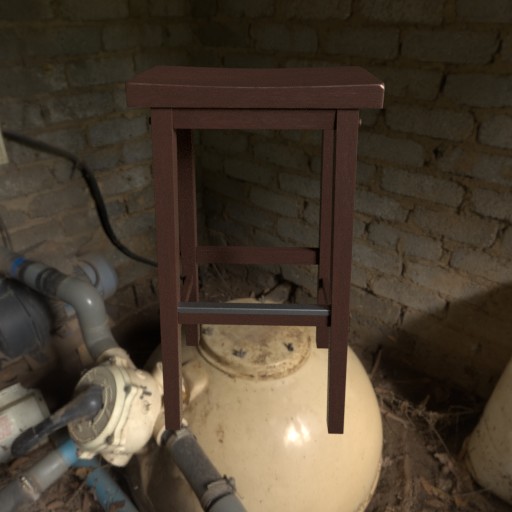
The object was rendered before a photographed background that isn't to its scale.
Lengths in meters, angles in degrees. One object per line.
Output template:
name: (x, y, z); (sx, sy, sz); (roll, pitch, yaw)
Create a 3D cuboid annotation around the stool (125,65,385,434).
stool: (0.000, 0.000, 0.966); (0.406, 0.742, 0.322); (1, 30, 1)
